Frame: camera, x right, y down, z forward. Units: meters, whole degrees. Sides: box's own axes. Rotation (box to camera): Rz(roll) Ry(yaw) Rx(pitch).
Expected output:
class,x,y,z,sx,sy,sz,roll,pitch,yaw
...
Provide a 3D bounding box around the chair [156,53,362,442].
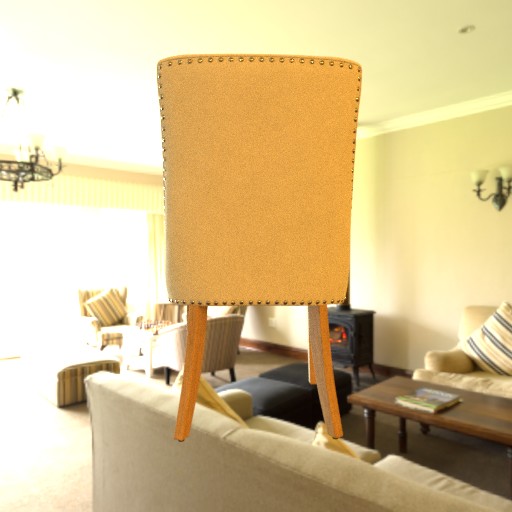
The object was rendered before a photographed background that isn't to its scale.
class,x,y,z,sx,sy,sz,roll,pitch,yaw
chair,0.000,0.000,1.260,0.495,0.902,0.610,0,0,-2
